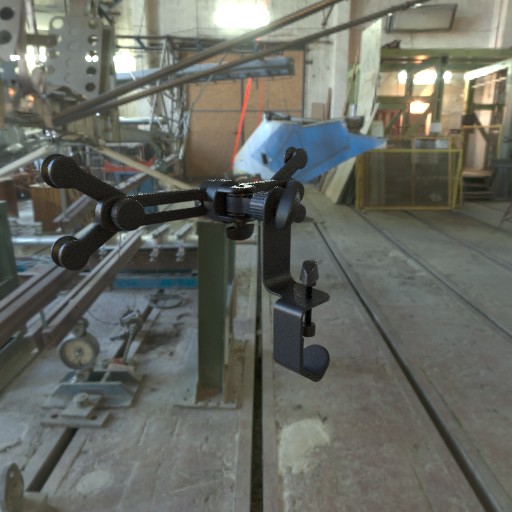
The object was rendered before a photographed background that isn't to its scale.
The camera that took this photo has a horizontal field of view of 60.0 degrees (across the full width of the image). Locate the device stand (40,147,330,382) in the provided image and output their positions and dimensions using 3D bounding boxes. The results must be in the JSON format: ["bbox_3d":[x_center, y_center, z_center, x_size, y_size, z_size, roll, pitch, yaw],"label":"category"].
[{"bbox_3d":[0.000,0.000,0.361,0.270,0.166,0.142,-15,21,-43],"label":"device stand"}]
